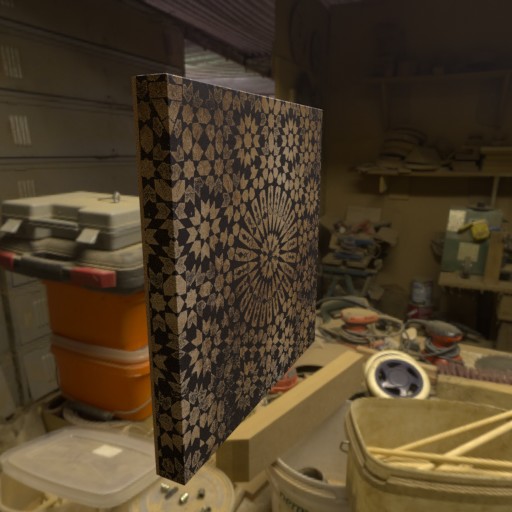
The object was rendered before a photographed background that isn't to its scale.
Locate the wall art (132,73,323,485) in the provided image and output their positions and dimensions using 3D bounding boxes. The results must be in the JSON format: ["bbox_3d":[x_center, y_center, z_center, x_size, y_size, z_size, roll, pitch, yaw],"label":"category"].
[{"bbox_3d":[0.000,0.000,0.600,0.038,0.405,0.405,7,15,26],"label":"wall art"}]
